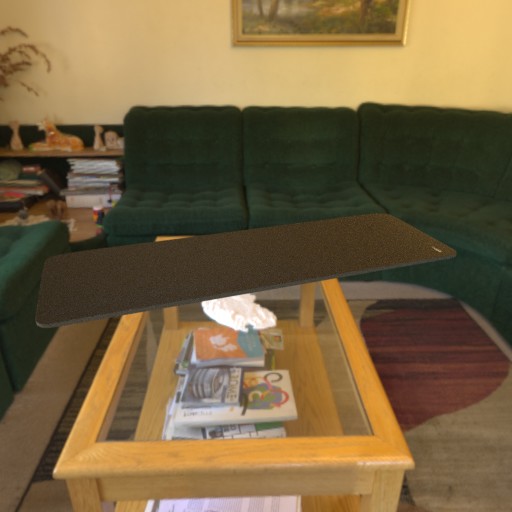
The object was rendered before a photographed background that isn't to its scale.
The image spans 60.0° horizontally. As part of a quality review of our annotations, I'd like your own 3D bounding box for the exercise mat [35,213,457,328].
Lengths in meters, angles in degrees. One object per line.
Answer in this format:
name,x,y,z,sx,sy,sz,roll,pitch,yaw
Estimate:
exercise mat,0.000,0.000,2.088,1.869,0.021,0.616,-8,26,-17
